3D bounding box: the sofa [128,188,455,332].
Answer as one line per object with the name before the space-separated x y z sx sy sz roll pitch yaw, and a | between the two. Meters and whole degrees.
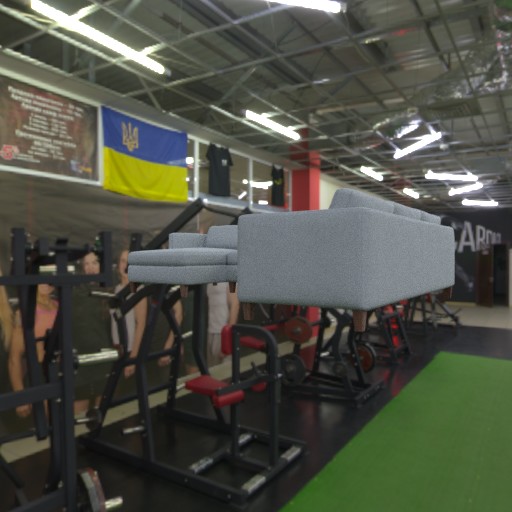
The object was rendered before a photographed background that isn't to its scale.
sofa | 0.000 0.000 4.413 3.238 0.853 2.551 0 0 35
